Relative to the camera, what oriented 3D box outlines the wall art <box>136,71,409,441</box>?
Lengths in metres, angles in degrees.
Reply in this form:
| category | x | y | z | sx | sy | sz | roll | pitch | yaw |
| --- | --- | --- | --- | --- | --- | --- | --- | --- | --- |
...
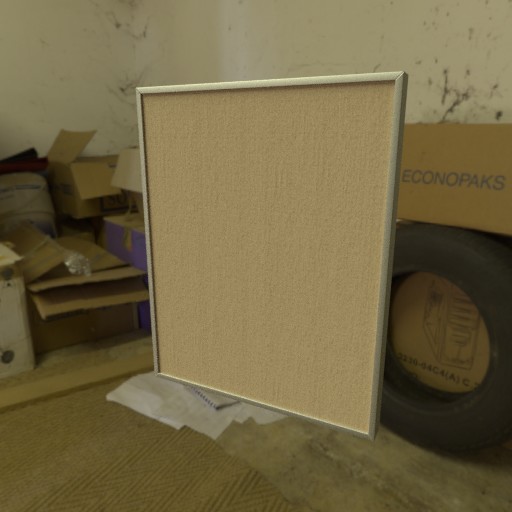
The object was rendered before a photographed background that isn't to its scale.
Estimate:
| category | x | y | z | sx | sy | sz | roll | pitch | yaw |
| --- | --- | --- | --- | --- | --- | --- | --- | --- | --- |
| wall art | 0.000 | 0.000 | 0.753 | 0.445 | 0.553 | 0.039 | 8 | 17 | 26 |
